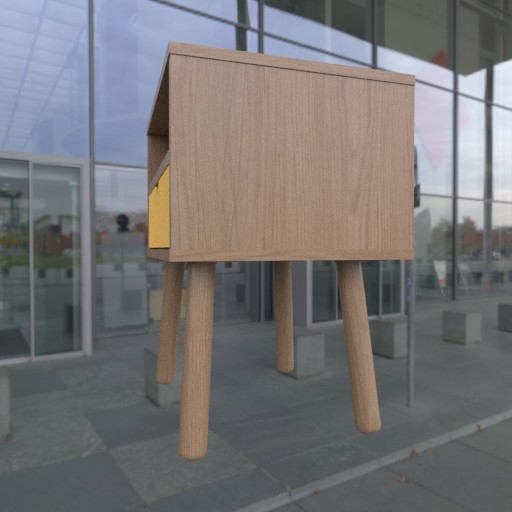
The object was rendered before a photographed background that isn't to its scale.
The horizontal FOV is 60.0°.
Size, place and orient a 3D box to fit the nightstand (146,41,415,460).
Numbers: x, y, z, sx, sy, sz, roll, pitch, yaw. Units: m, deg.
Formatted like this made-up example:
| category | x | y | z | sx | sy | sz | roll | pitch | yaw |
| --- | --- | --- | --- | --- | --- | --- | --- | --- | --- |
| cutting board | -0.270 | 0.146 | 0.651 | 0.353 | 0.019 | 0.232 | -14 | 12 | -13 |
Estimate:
| category | x | y | z | sx | sy | sz | roll | pitch | yaw |
| --- | --- | --- | --- | --- | --- | --- | --- | --- | --- |
| nightstand | 0.000 | 0.000 | 0.855 | 0.380 | 0.571 | 0.450 | 0 | 1 | -18 |
